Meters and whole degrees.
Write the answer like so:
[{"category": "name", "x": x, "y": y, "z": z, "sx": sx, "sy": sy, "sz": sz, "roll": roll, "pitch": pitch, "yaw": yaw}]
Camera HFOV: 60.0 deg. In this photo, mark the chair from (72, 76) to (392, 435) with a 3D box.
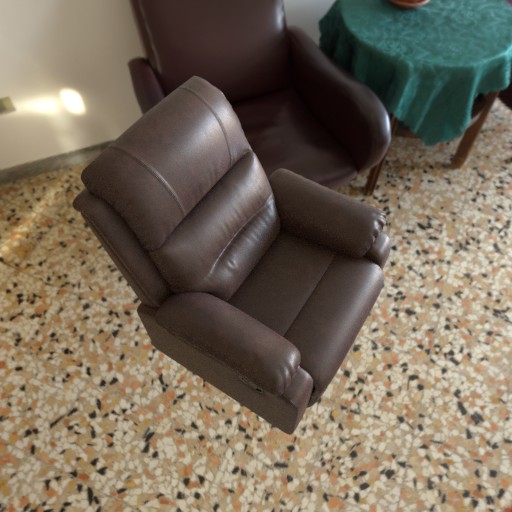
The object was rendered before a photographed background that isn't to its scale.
[{"category": "chair", "x": 0.000, "y": 0.000, "z": 1.681, "sx": 0.919, "sy": 0.992, "sz": 0.855, "roll": 28, "pitch": 61, "yaw": 17}]
